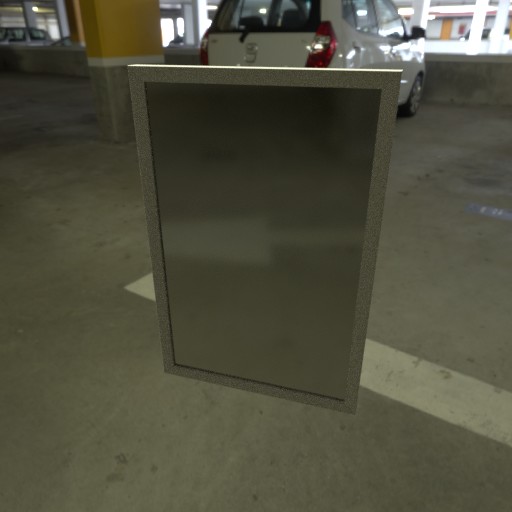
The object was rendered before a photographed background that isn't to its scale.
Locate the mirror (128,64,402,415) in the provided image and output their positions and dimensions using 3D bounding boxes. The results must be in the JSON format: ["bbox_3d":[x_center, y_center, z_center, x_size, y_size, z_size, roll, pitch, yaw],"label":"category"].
[{"bbox_3d":[0.000,0.000,1.166,0.609,0.914,0.041,8,28,15],"label":"mirror"}]
